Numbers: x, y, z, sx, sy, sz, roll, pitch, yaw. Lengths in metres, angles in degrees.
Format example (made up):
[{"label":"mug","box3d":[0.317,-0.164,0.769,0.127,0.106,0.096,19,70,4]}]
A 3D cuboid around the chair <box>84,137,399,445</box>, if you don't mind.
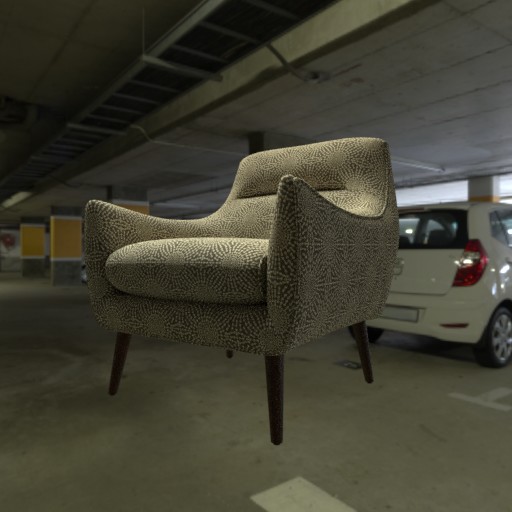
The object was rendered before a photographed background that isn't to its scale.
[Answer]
[{"label":"chair","box3d":[0.000,0.000,1.439,0.762,0.838,0.787,0,1,35]}]
